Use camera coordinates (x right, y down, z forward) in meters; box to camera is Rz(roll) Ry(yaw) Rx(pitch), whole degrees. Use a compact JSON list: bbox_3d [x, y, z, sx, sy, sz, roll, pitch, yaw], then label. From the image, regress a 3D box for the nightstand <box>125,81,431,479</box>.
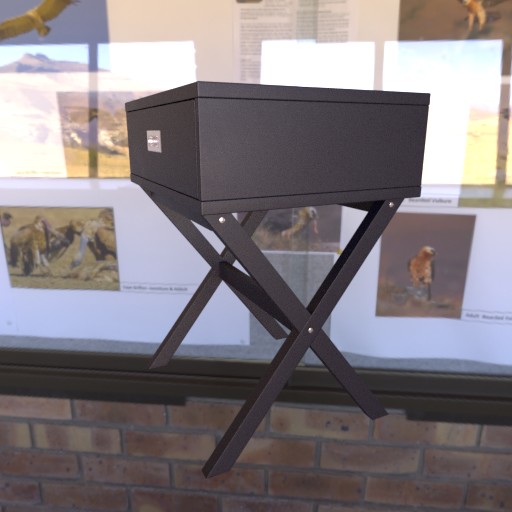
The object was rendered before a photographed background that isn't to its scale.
[{"bbox_3d":[0.000,0.000,0.928,0.402,0.623,0.479,-8,17,-25],"label":"nightstand"}]
